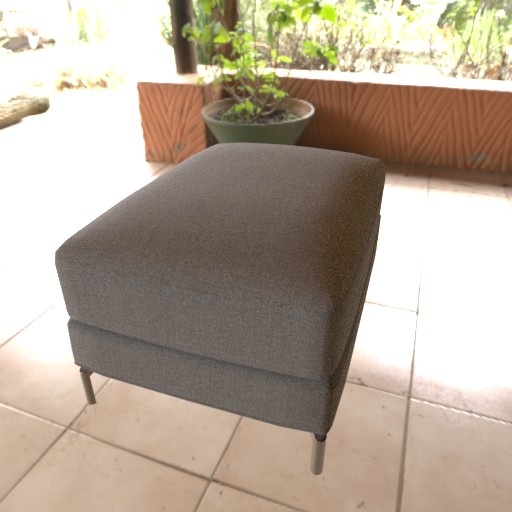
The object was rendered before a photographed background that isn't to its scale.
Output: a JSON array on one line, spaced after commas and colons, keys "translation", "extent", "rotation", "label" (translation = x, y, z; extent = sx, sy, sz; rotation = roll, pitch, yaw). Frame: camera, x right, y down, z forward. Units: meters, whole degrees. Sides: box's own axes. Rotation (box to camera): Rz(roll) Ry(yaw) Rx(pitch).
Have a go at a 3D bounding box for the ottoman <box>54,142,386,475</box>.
[{"translation": [0.000, 0.000, 1.169], "extent": [0.584, 0.457, 0.838], "rotation": [10, 31, 17], "label": "ottoman"}]
